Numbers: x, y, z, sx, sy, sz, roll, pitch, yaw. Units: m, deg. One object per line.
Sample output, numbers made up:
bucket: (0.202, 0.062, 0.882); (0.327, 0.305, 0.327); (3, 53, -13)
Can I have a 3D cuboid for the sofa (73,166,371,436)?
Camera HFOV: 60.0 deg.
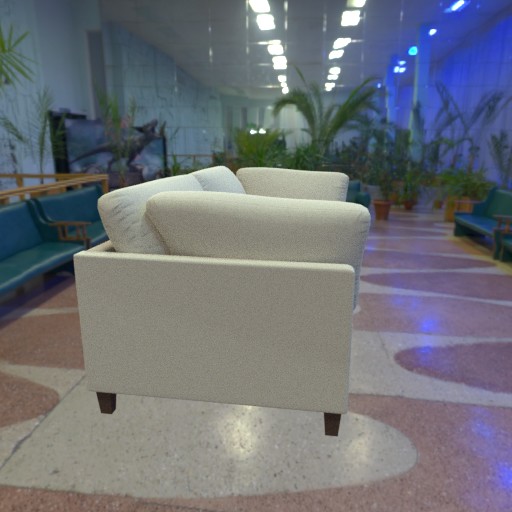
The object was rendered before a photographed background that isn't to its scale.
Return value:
sofa: (0.000, 0.000, 2.276); (0.970, 0.836, 1.776); (2, 15, 9)
